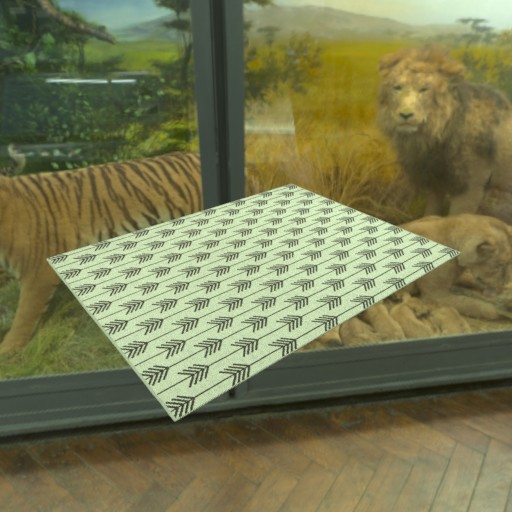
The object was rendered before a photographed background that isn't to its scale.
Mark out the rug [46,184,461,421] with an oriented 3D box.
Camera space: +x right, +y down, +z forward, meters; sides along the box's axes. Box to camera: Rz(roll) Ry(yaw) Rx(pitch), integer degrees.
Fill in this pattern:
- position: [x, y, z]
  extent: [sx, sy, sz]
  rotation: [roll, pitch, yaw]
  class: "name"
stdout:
- position: [0.000, 0.000, 4.095]
  extent: [3.061, 0.010, 2.330]
  rotation: [-22, 36, -33]
  class: "rug"
